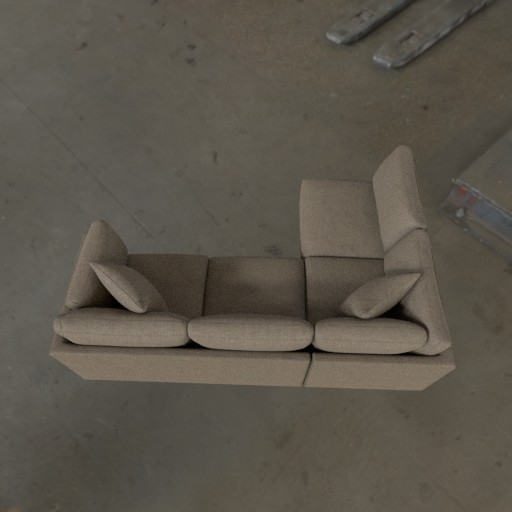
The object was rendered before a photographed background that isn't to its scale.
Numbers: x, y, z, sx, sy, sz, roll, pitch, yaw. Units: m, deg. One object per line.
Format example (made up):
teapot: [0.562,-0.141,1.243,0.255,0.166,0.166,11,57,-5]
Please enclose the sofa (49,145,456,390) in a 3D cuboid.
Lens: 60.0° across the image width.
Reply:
sofa: [0.000,0.000,3.817,2.896,0.978,1.994,2,58,1]
